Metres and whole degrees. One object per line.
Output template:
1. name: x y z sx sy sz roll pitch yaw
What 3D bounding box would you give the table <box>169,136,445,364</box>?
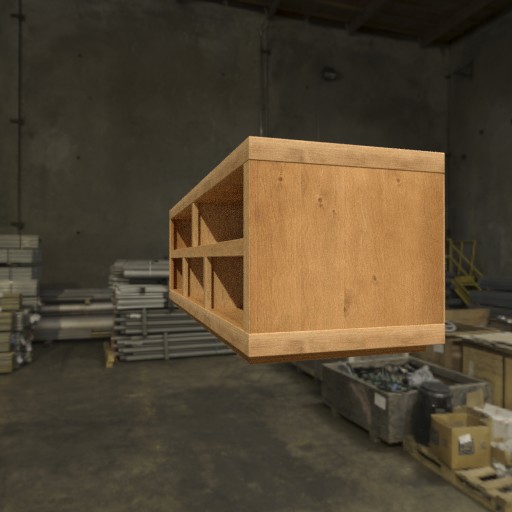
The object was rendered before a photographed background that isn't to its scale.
1. table: 0.000 0.000 1.718 0.499 0.491 1.499 0 0 -17
